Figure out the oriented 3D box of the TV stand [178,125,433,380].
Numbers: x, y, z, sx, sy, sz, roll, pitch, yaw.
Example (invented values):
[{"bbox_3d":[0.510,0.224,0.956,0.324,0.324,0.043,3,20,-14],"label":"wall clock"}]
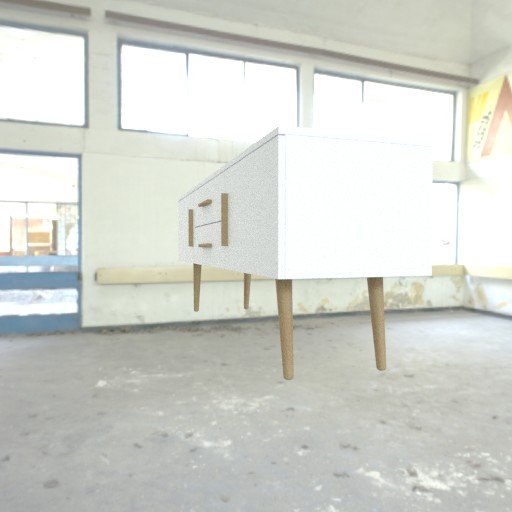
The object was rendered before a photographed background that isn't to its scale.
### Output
[{"bbox_3d":[0.000,0.000,1.628,0.401,0.560,1.398,0,1,-18],"label":"TV stand"}]
